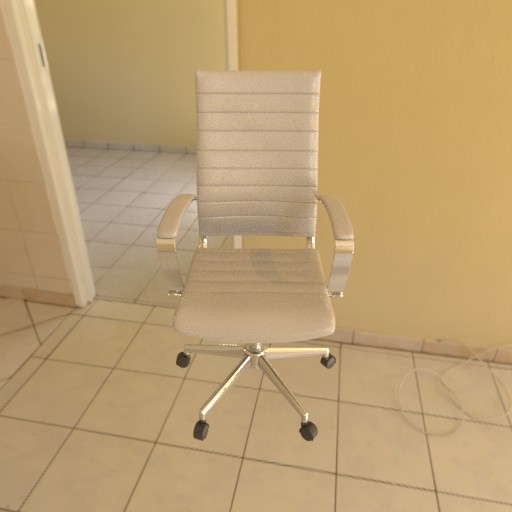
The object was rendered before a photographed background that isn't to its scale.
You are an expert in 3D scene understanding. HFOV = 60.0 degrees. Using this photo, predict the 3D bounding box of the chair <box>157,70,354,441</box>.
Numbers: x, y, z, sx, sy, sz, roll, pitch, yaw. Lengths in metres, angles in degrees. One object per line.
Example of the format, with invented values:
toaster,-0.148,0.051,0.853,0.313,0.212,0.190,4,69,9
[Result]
chair,0.000,0.000,1.565,0.679,1.149,0.667,1,29,1
